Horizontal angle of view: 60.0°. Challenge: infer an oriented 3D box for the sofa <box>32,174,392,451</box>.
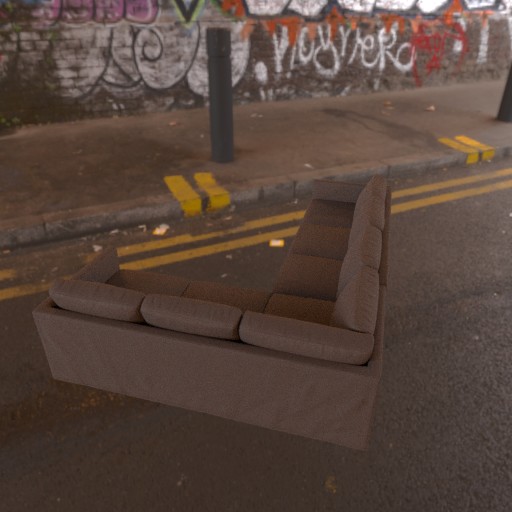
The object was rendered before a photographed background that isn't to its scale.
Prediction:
[{"bbox_3d":[0.000,0.000,4.291,2.432,0.871,3.182,8,31,14],"label":"sofa"}]
